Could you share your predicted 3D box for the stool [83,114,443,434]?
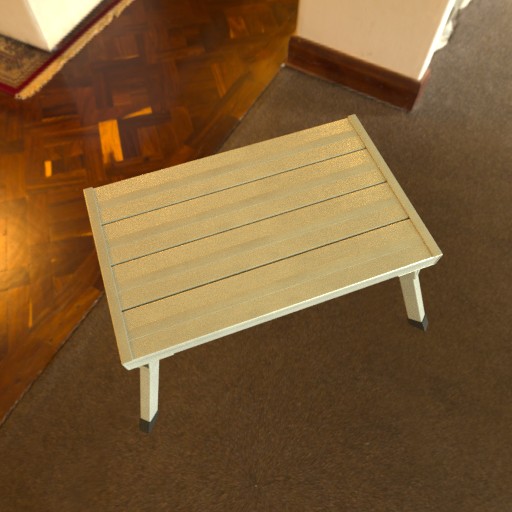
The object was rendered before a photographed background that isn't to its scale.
[{"bbox_3d":[0.000,0.000,0.743,0.535,0.225,0.385,-18,64,-9],"label":"stool"}]
